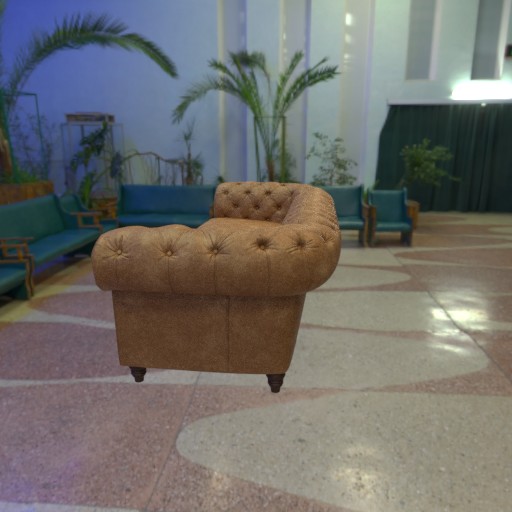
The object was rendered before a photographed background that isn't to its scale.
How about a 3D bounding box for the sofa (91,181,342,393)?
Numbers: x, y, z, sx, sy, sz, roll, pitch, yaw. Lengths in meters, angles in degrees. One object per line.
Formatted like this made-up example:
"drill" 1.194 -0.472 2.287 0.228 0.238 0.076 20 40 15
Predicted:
"sofa" 0.000 0.000 2.809 0.989 0.760 2.365 2 15 8
